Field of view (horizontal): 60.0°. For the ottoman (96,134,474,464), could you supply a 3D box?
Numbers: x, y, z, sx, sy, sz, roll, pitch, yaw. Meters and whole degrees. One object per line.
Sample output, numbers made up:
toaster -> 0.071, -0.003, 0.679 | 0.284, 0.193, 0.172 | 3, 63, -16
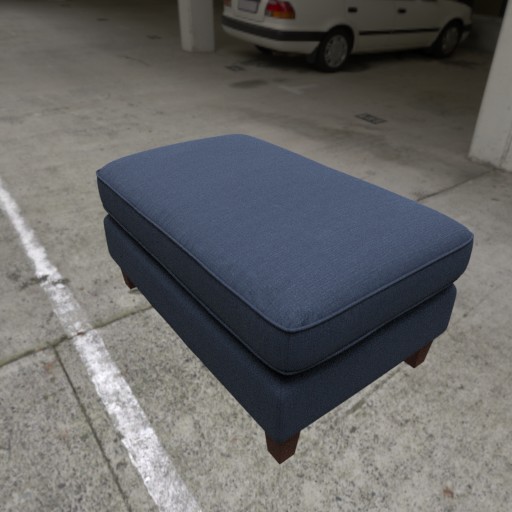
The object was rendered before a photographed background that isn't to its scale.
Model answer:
ottoman -> 0.000, 0.000, 1.190 | 0.570, 0.438, 0.885 | -21, 38, -30
